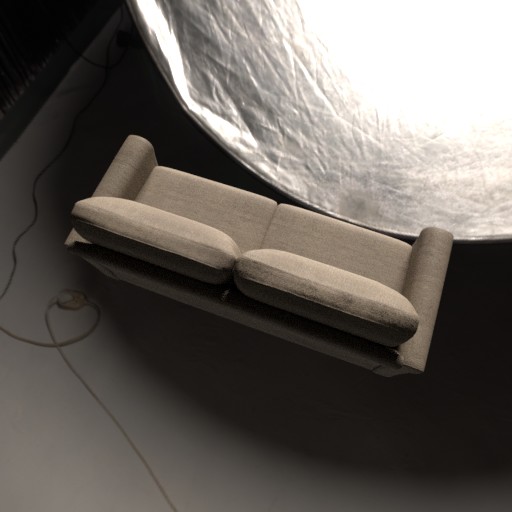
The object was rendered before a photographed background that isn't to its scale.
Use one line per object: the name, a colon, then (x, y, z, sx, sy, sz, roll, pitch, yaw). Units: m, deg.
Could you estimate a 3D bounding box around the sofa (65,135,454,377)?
sofa: (0.000, 0.000, 2.440, 1.935, 0.942, 0.842, 19, 66, 9)
